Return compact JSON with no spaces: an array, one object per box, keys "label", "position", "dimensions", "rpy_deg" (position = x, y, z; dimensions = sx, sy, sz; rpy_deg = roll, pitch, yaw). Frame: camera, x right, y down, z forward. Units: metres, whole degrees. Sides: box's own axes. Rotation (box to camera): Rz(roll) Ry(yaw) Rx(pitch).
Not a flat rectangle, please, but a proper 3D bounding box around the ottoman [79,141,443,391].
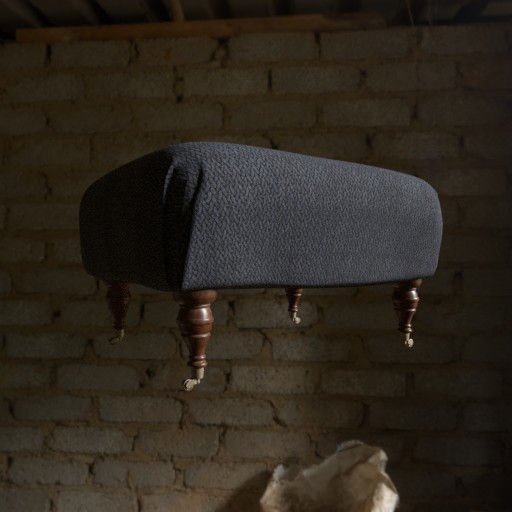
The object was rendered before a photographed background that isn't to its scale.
[{"label":"ottoman","position":[0.000,0.000,1.109],"dimensions":[0.747,0.450,0.622],"rpy_deg":[-1,1,-34]}]
